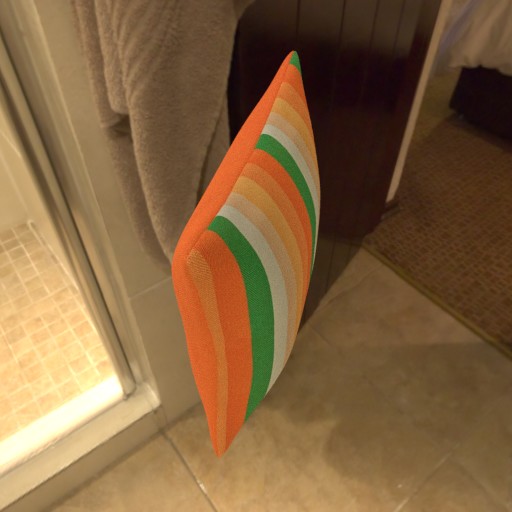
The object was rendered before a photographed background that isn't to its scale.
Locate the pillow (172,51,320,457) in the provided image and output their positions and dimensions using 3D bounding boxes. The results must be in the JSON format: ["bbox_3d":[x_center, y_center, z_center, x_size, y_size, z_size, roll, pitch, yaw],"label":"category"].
[{"bbox_3d":[0.000,0.000,0.678,0.169,0.444,0.453,11,47,10],"label":"pillow"}]
